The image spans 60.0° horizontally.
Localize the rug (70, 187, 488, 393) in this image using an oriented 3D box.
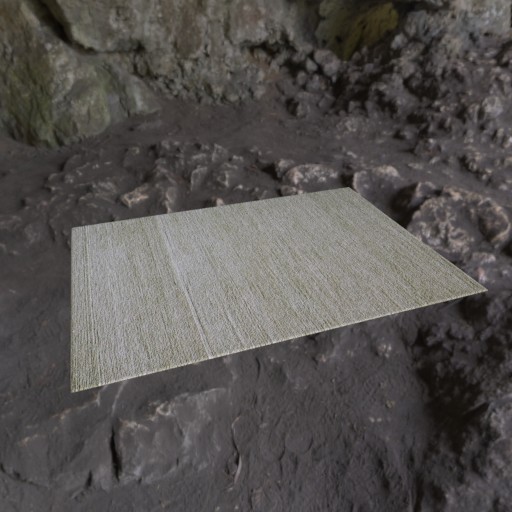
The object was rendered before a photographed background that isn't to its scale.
[{"bbox_3d":[0.000,0.000,2.878,2.270,0.017,1.606,-10,33,-16],"label":"rug"}]
